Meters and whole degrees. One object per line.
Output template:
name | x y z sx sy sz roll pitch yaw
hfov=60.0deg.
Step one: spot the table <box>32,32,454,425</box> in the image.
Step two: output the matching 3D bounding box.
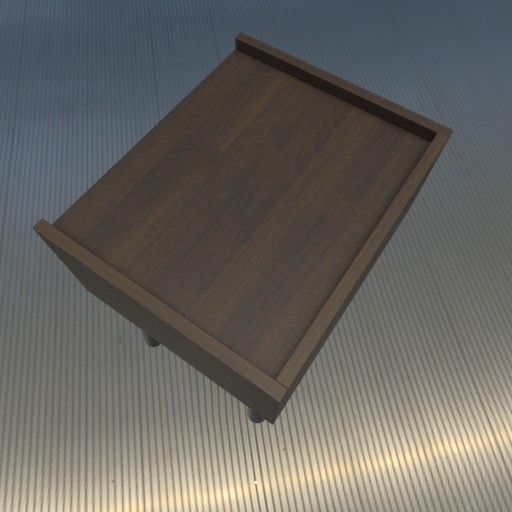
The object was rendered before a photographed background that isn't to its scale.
table | 0.000 0.000 0.800 0.370 0.470 0.450 32 67 15
